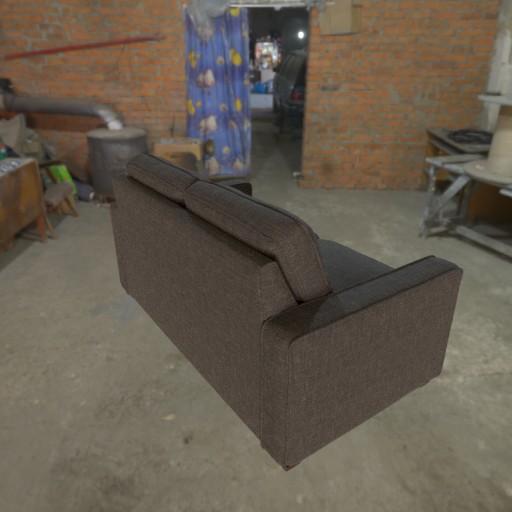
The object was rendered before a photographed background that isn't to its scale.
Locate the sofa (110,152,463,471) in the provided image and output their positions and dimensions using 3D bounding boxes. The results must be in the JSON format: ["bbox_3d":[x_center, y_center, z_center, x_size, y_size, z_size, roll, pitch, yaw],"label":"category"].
[{"bbox_3d":[0.000,0.000,2.261,0.947,0.918,1.709,-16,29,-31],"label":"sofa"}]
